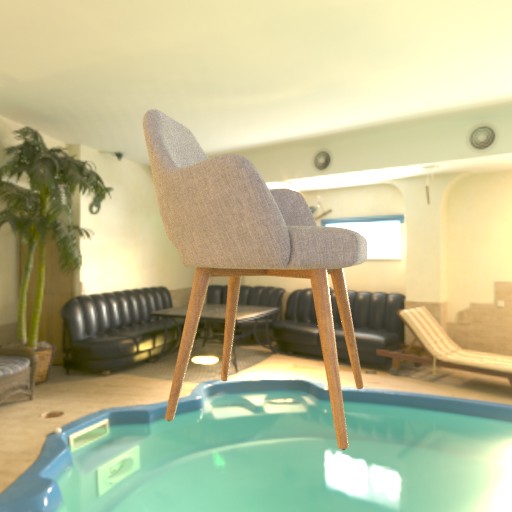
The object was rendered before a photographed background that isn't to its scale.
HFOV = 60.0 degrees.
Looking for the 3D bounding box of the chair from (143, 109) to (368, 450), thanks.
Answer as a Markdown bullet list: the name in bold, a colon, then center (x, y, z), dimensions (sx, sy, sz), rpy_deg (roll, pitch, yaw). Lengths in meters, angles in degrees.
- **chair**: center (0.000, 0.000, 1.261), dimensions (0.610, 0.840, 0.590), rpy_deg (0, 0, 18)
